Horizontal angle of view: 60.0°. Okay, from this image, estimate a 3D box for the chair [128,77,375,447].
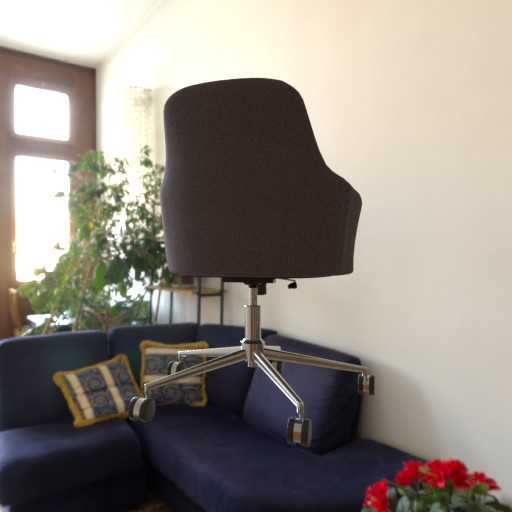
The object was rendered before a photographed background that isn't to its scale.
[{"bbox_3d":[0.000,0.000,1.283,0.655,0.820,0.600,0,1,18],"label":"chair"}]
